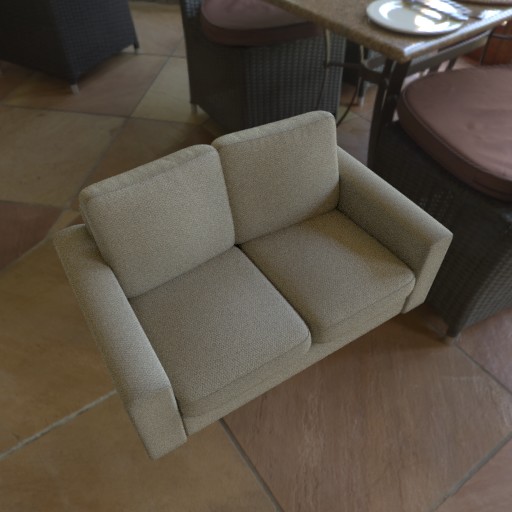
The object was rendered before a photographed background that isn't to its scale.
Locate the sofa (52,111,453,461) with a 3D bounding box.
[{"bbox_3d":[0.000,0.000,2.137,1.616,0.873,1.016,-24,52,-21],"label":"sofa"}]
